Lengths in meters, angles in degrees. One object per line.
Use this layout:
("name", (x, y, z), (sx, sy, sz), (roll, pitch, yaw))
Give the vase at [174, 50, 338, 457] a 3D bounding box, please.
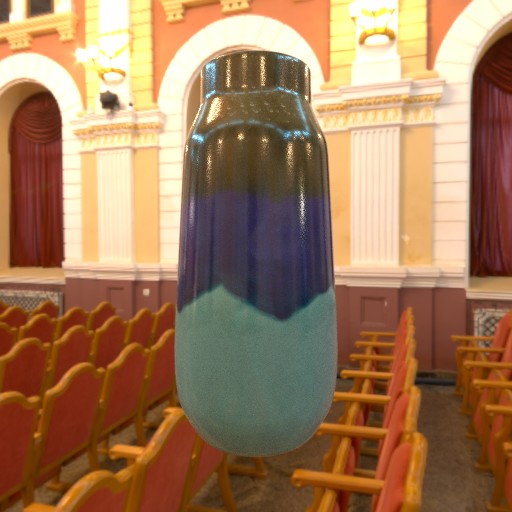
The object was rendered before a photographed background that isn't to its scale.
("vase", (0.000, 0.000, 0.381), (0.139, 0.313, 0.139), (0, 2, 0))
